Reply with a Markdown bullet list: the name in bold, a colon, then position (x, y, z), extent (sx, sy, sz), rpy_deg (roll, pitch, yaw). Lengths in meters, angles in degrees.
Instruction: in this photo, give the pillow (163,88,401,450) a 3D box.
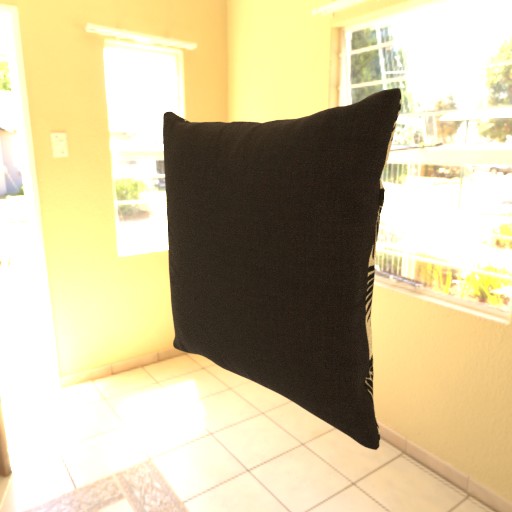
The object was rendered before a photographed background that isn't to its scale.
- **pillow**: position (0.000, 0.000, 0.656), extent (0.432, 0.432, 0.139), rpy_deg (13, 19, 43)
